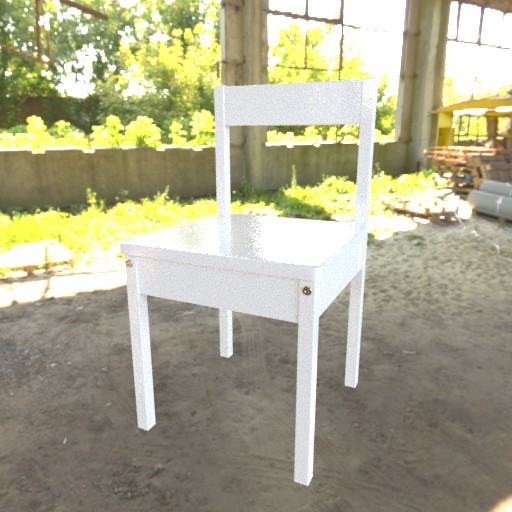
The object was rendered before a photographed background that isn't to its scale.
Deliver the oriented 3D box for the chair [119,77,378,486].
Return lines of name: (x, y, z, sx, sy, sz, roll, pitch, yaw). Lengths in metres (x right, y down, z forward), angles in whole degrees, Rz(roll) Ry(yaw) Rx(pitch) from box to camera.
chair: (0.000, 0.000, 0.866, 0.367, 0.668, 0.361, 7, 17, 25)
